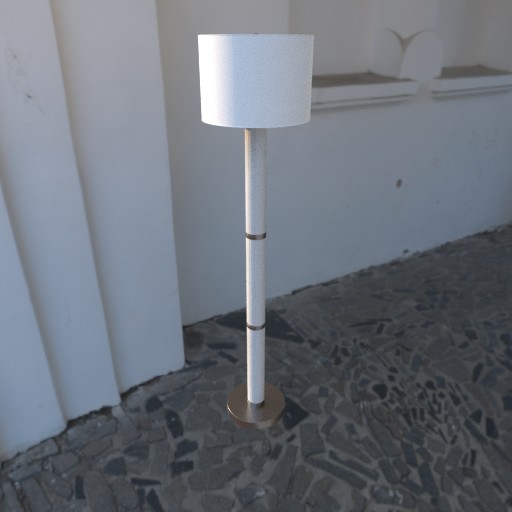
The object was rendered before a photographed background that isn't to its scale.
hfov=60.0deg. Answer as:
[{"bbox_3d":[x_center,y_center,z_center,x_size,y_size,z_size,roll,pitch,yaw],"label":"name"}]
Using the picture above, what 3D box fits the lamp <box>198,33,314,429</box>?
[{"bbox_3d":[0.000,0.000,1.781,0.377,1.599,0.377,-8,27,-16],"label":"lamp"}]
